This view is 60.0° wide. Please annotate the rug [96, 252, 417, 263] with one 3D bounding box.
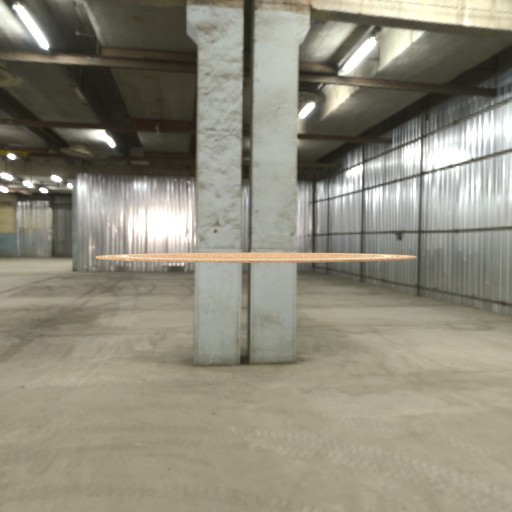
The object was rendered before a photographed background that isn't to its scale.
[{"bbox_3d":[0.000,0.000,3.586,2.444,0.015,2.444,0,1,0],"label":"rug"}]
